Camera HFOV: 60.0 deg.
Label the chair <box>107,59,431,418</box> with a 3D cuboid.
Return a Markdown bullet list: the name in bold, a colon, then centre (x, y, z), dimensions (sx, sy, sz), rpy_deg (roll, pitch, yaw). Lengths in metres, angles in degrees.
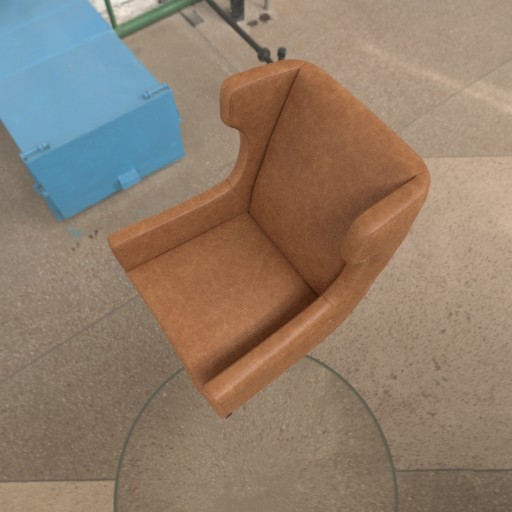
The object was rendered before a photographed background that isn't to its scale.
- **chair**: centre (0.000, 0.000, 1.694), dimensions (0.899, 1.079, 0.766), rpy_deg (-32, 67, -15)
